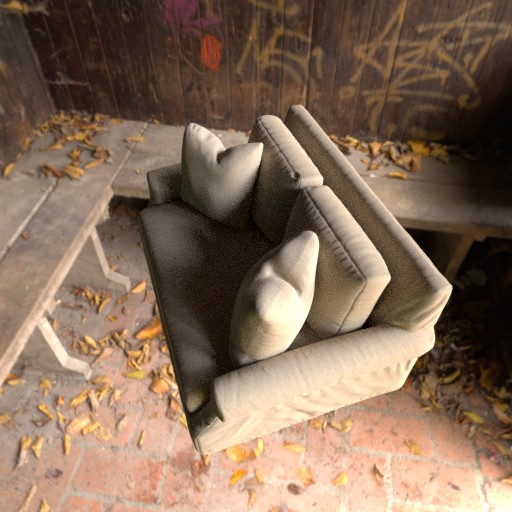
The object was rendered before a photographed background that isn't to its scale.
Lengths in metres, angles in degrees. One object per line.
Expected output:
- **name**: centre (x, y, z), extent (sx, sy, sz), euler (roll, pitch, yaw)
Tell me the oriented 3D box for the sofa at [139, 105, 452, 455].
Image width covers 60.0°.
- **sofa**: centre (0.000, 0.000, 2.227), extent (1.070, 0.905, 1.550), euler (-15, 49, -13)
